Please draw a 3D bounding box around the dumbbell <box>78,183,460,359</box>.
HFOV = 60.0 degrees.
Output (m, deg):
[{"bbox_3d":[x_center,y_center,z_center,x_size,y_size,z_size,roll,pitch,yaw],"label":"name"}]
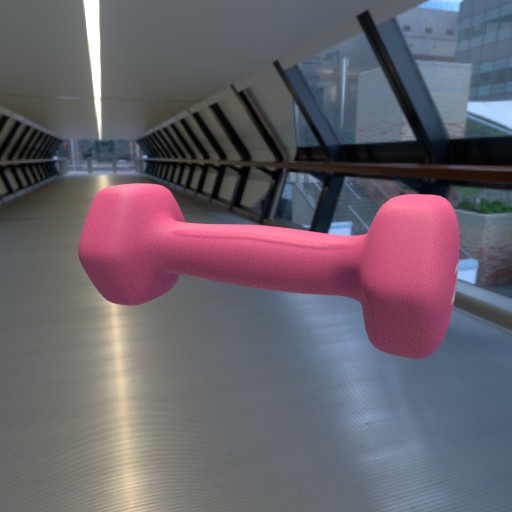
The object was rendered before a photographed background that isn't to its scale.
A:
[{"bbox_3d":[0.000,0.000,0.176,0.146,0.053,0.058,6,15,25],"label":"dumbbell"}]
